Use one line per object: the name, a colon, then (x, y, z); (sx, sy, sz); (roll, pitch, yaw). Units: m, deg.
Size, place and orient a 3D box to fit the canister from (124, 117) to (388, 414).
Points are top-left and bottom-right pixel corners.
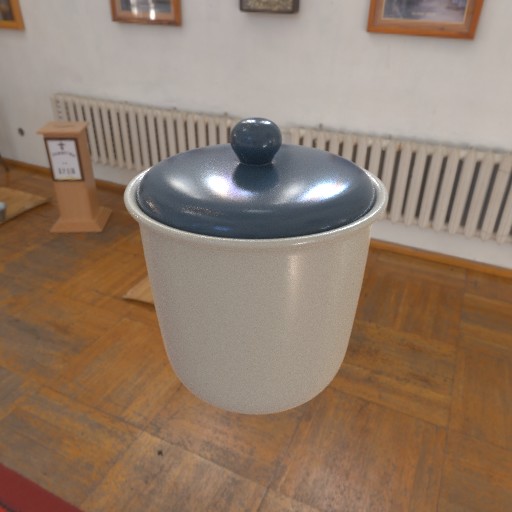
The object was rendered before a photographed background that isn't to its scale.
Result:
canister: (0.000, 0.000, 0.343); (0.182, 0.208, 0.182); (0, 29, 0)
